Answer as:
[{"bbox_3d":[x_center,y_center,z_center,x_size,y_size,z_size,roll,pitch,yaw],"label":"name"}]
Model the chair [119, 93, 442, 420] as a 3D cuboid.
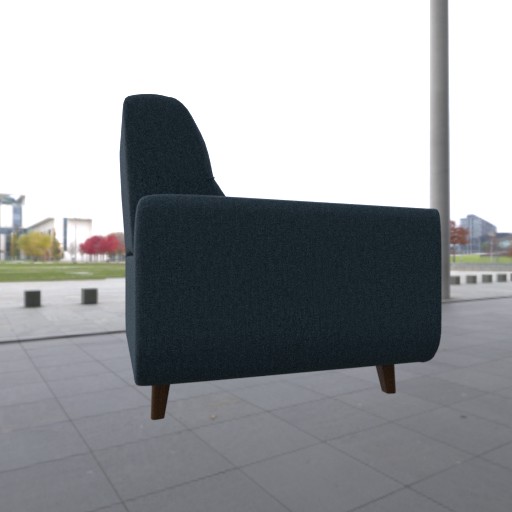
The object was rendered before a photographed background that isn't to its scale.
[{"bbox_3d":[0.000,0.000,1.647,0.964,0.940,0.880,0,0,-18],"label":"chair"}]
